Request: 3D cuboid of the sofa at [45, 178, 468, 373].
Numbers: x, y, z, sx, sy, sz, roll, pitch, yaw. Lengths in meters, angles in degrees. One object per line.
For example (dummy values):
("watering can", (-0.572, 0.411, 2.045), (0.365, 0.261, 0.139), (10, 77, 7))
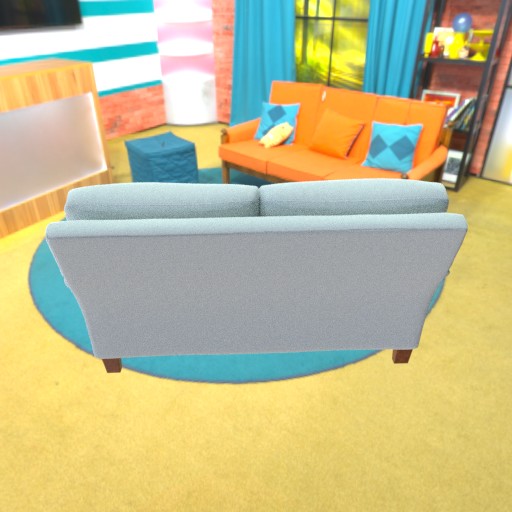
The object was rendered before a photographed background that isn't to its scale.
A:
("sofa", (0.000, 0.000, 2.521), (1.853, 1.101, 1.084), (-1, 32, -2))
